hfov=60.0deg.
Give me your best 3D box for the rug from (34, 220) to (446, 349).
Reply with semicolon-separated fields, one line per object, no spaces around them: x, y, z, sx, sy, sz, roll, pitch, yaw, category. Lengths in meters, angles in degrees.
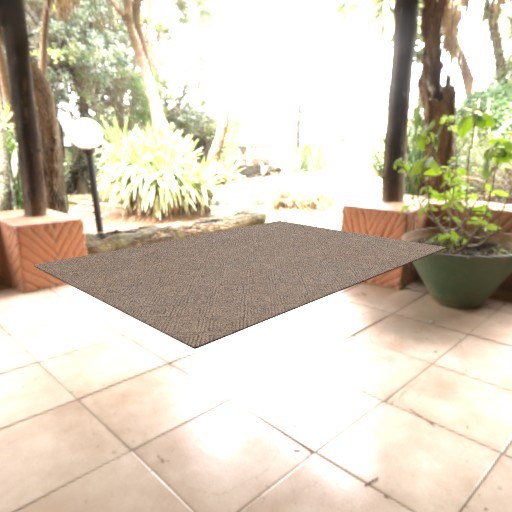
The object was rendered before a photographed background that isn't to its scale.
0.000;0.000;2.919;1.593;0.008;2.238;14;20;43;rug
